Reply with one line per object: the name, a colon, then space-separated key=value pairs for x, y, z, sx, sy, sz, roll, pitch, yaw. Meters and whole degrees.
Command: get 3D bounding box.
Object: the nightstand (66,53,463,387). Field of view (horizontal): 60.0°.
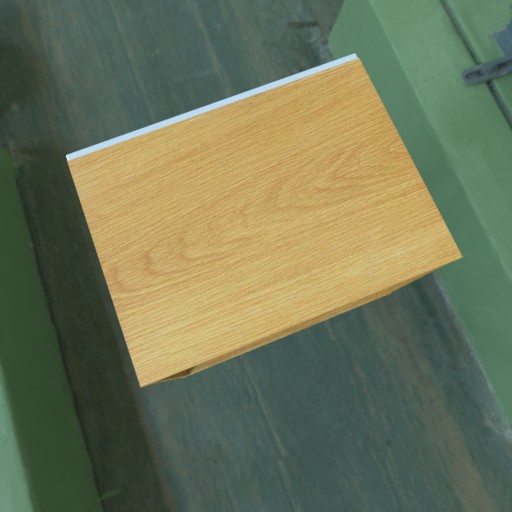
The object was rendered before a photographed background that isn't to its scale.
nightstand: x=0.000 y=0.000 z=0.833 sx=0.400 sy=0.601 sz=0.316 roll=-21 pitch=78 yaw=-5
